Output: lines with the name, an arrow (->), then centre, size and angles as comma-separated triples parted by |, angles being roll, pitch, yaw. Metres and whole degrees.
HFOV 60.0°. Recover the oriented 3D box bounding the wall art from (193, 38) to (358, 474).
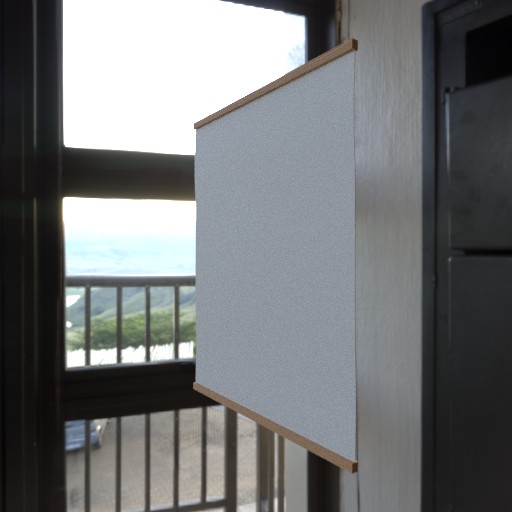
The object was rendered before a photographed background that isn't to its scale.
wall art -> 0.000, 0.000, 0.684 | 0.010, 0.507, 0.404 | 0, 0, -35
